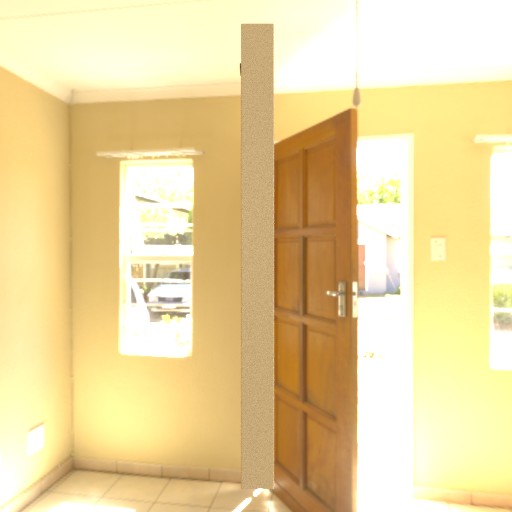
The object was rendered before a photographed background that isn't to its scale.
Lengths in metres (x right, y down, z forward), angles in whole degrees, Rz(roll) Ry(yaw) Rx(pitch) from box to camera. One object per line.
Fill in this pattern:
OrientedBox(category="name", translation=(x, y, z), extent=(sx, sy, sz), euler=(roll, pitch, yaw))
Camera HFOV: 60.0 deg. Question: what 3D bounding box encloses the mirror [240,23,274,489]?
OrientedBox(category="mirror", translation=(0.000, 0.000, 0.685), extent=(0.041, 0.508, 0.405), euler=(0, 0, 0))
